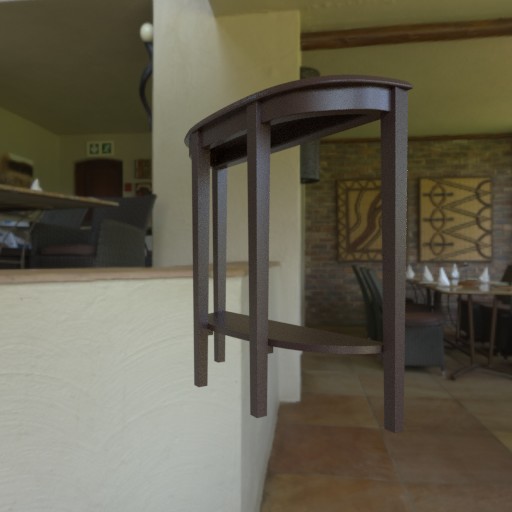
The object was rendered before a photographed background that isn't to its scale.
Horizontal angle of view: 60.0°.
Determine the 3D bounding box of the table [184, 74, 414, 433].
[{"bbox_3d":[0.000,0.000,1.338,0.274,0.831,0.909,0,0,-35],"label":"table"}]
